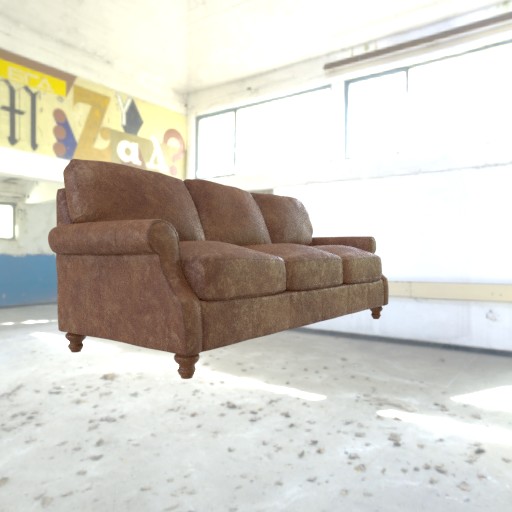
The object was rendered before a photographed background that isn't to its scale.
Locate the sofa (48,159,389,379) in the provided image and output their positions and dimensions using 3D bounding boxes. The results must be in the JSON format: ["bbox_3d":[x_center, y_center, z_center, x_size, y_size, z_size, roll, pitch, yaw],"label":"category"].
[{"bbox_3d":[0.000,0.000,2.841,0.973,0.977,2.351,0,0,37],"label":"sofa"}]
